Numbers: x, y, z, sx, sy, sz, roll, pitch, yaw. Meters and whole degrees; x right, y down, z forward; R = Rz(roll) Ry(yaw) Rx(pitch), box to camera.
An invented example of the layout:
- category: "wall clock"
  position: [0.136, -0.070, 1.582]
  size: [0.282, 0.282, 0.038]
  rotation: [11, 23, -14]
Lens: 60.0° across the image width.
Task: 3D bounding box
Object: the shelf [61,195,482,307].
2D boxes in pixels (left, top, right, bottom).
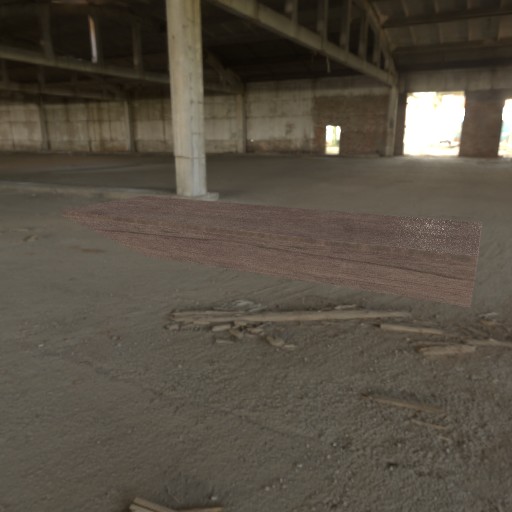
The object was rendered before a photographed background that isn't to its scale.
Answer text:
- category: "shelf"
  position: [0.000, 0.000, 0.687]
  size: [0.610, 0.125, 0.200]
  rotation: [8, 17, 26]
